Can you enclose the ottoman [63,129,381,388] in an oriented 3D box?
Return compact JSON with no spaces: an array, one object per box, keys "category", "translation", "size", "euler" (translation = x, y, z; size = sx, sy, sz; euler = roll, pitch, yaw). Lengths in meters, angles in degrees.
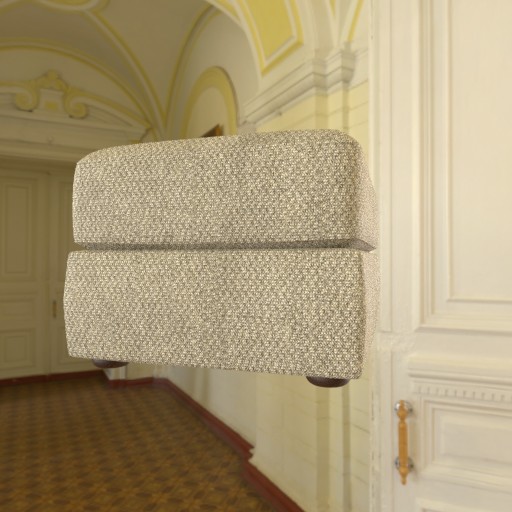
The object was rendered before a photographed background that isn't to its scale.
[{"category":"ottoman","translation":[0.000,0.000,1.152],"size":[0.603,0.476,0.751],"euler":[0,0,17]}]
